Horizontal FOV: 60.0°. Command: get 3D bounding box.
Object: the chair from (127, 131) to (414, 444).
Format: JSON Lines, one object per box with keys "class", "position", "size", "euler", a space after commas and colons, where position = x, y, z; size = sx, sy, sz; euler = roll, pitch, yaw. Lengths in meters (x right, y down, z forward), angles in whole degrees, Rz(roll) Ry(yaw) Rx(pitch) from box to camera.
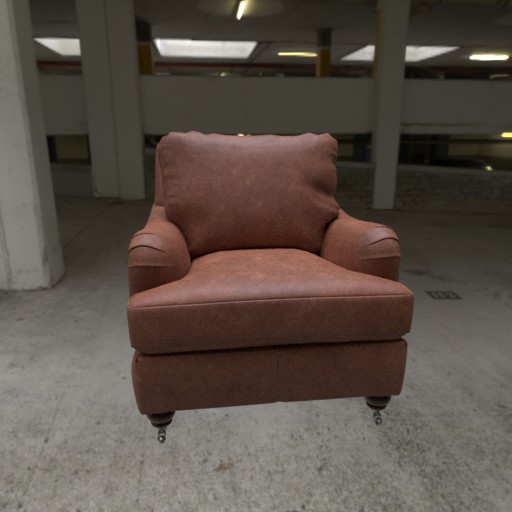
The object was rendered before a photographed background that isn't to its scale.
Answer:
{"class": "chair", "position": [0.000, 0.000, 1.947], "size": [0.986, 1.055, 1.158], "euler": [-2, 16, -7]}
